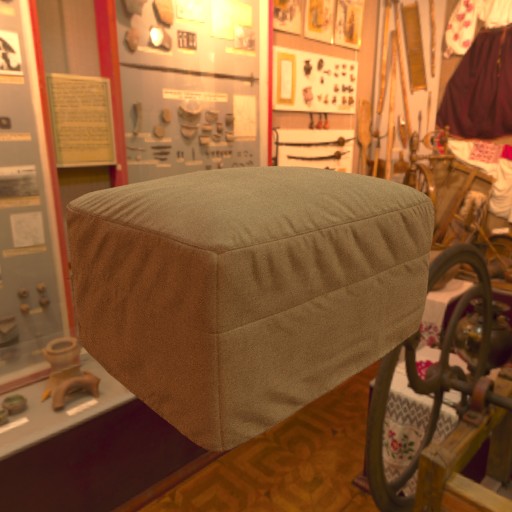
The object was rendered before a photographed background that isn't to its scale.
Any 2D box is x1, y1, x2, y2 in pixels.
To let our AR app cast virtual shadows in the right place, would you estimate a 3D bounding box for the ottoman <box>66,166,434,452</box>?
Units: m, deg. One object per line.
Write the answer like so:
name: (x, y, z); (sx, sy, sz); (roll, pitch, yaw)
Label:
ottoman: (0.000, 0.000, 1.235); (0.837, 0.481, 0.683); (-14, 21, -42)
